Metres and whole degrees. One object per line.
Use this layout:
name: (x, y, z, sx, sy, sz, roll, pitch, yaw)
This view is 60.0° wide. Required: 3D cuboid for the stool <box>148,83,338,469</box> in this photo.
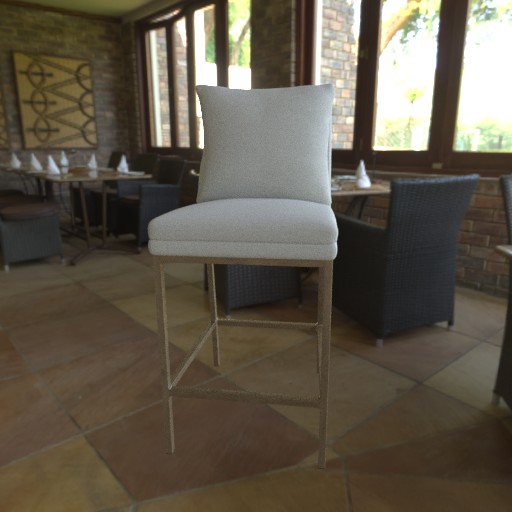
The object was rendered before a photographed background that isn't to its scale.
stool: (0.000, 0.000, 1.349, 0.463, 1.032, 0.572, 2, 15, 8)
